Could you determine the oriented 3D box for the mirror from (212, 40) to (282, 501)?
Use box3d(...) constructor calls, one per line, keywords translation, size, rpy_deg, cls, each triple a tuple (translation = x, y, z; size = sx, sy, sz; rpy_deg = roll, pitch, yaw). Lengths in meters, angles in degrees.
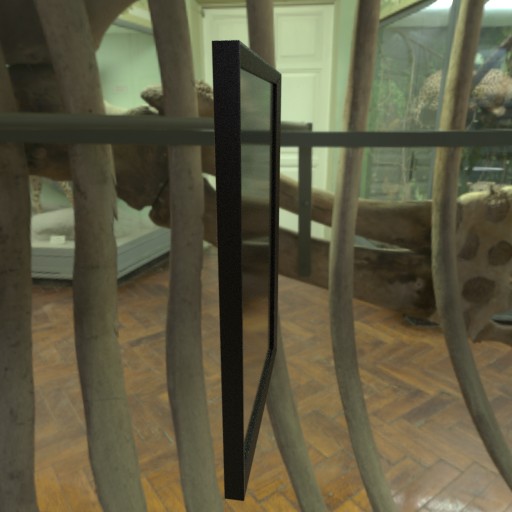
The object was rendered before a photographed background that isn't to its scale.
box3d(translation=(0.000, 0.000, 0.883), size=(0.039, 0.710, 0.507), rpy_deg=(3, 18, 8), cls="mirror")
